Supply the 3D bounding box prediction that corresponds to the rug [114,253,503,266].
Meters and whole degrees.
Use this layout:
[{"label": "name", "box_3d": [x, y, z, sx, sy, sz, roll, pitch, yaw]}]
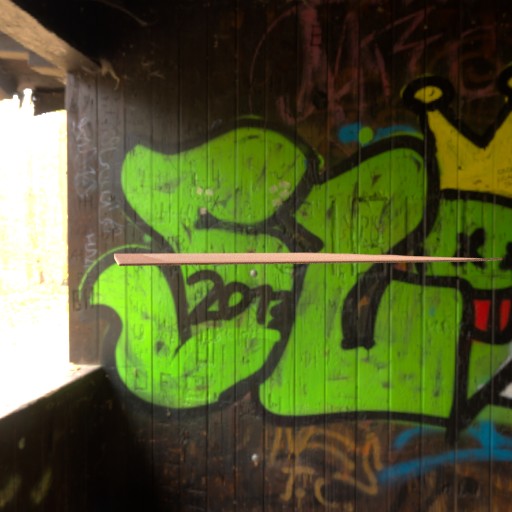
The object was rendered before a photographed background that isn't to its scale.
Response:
[{"label": "rug", "box_3d": [0.000, 0.000, 3.998, 2.431, 0.021, 3.057, 0, 1, -18]}]
